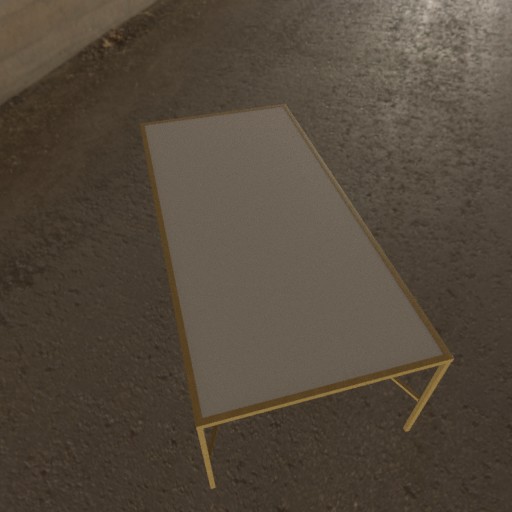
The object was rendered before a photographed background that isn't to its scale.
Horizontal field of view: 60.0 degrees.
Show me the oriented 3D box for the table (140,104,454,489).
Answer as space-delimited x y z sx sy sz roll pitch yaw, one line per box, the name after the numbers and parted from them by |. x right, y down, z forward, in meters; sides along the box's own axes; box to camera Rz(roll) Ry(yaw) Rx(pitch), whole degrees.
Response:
0.000 0.000 1.475 0.580 0.398 1.206 -11 47 -11 | table
